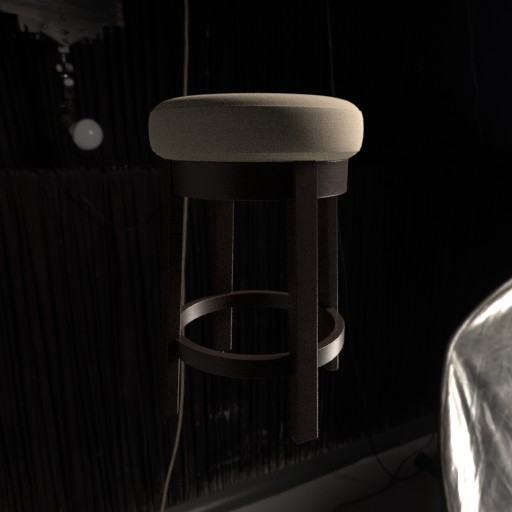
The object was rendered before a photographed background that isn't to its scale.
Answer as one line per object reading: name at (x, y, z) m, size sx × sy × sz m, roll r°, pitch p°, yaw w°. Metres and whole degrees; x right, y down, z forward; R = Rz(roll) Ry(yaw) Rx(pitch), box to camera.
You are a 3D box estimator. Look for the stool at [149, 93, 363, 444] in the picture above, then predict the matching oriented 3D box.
stool at (0.000, 0.000, 0.978) m, size 0.449 × 0.655 × 0.449 m, roll 0°, pitch 15°, yaw 0°
